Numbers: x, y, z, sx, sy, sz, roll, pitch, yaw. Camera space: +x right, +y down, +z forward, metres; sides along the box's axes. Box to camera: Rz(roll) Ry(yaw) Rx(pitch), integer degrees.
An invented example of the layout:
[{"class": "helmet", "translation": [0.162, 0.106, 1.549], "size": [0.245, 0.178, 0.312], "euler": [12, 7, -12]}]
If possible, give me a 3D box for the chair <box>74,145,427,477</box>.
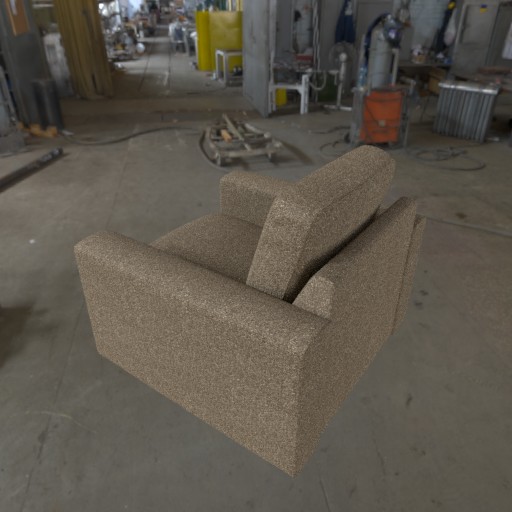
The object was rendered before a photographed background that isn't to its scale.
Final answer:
[{"class": "chair", "translation": [0.000, 0.000, 1.781], "size": [1.016, 0.873, 1.005], "euler": [20, 36, 30]}]
